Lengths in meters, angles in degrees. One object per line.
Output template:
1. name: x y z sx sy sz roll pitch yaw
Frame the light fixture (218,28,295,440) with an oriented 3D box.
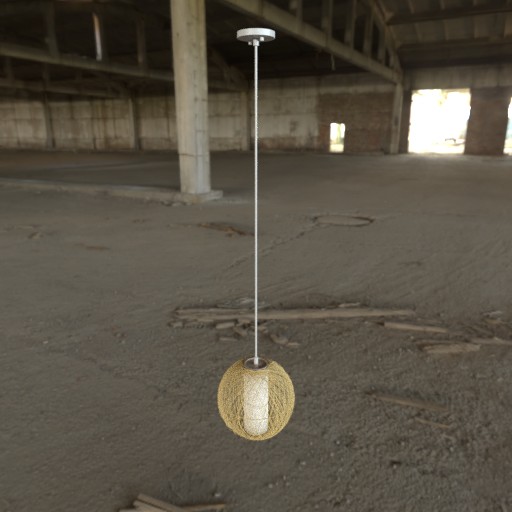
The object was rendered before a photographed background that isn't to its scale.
1. light fixture: 0.000 0.000 2.131 0.407 1.955 0.406 8 18 27
